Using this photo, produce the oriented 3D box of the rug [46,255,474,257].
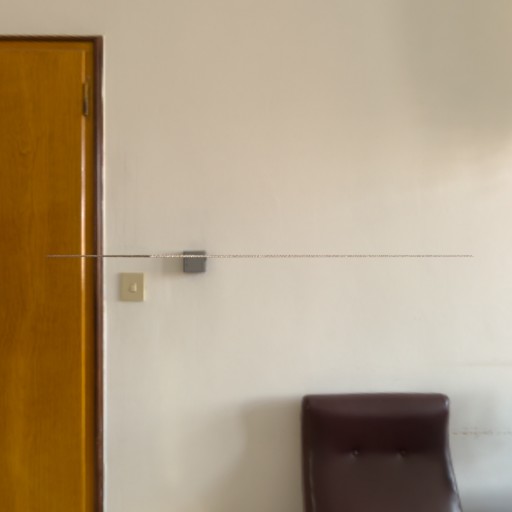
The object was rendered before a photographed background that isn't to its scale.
[{"bbox_3d":[0.000,0.000,3.996,3.034,0.012,2.406,0,0,-36],"label":"rug"}]
